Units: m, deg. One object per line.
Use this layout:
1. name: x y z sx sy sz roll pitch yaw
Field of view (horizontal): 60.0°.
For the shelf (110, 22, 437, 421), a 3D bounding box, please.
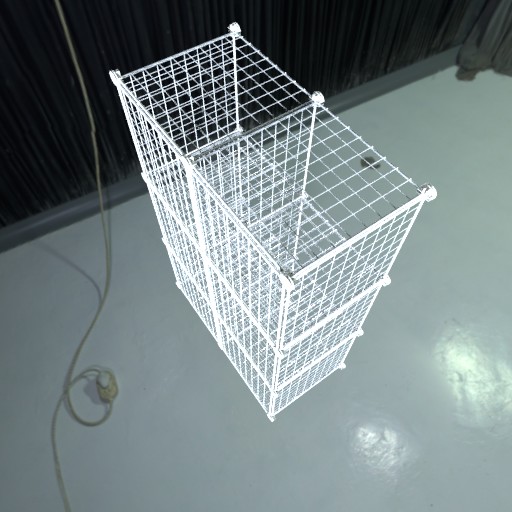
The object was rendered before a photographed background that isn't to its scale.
1. shelf: 0.000 0.000 1.400 0.356 1.067 0.711 -31 63 -18
